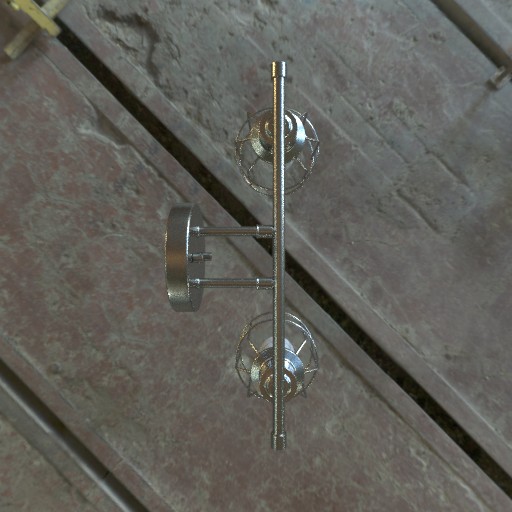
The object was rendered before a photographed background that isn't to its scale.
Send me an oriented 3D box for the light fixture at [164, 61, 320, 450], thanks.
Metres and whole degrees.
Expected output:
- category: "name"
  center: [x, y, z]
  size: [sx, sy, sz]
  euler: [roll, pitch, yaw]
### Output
- category: "light fixture"
  center: [0.000, 0.000, 0.540]
  size: [0.165, 0.254, 0.406]
  euler: [0, 91, 2]
